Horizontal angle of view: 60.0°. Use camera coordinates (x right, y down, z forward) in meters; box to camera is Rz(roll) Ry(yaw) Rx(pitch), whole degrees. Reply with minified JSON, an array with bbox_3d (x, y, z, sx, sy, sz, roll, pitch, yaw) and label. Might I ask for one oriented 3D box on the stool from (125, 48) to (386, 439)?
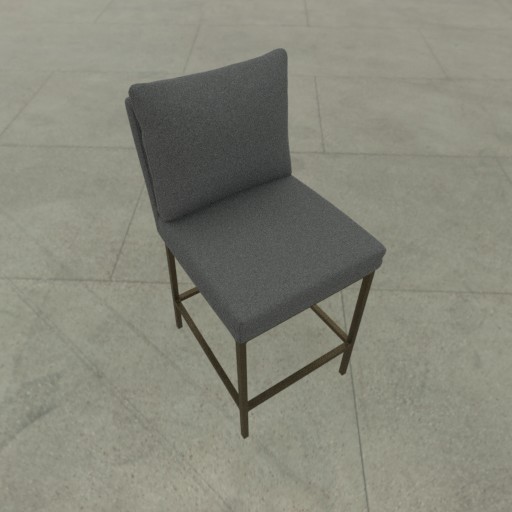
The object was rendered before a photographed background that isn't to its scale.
[{"bbox_3d":[0.000,0.000,1.338,0.463,1.030,0.569,-25,51,-22],"label":"stool"}]
